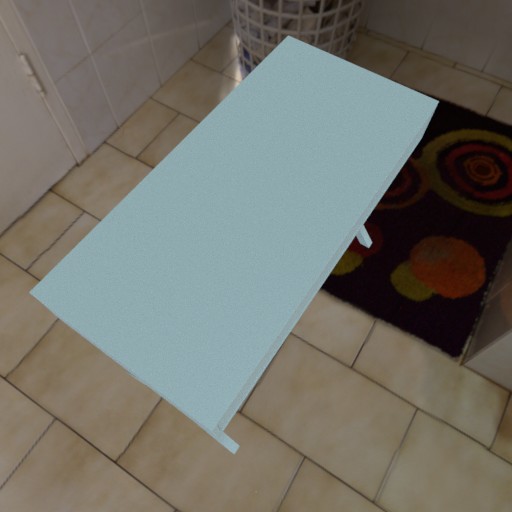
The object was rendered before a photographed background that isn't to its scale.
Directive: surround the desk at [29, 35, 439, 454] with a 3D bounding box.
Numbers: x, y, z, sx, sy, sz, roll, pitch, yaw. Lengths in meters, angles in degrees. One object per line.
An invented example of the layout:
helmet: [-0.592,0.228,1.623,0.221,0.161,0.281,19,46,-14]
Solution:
desk: [0.000,0.000,1.459,0.525,0.780,1.057,31,66,15]
